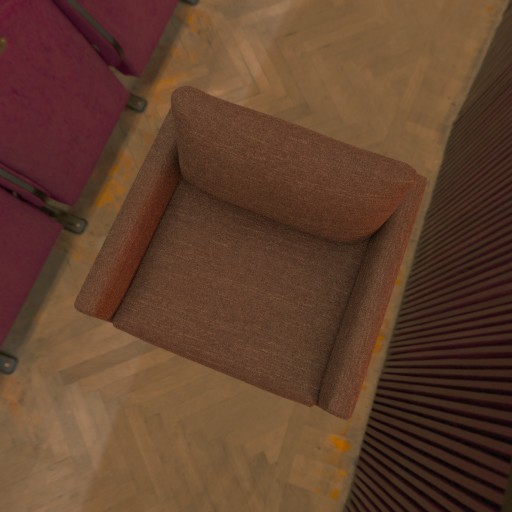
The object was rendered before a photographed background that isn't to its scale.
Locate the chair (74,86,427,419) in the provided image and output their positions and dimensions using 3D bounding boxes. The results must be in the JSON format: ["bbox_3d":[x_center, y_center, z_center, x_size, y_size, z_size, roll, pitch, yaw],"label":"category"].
[{"bbox_3d":[0.000,0.000,1.600,0.940,0.841,0.845,21,77,5],"label":"chair"}]
